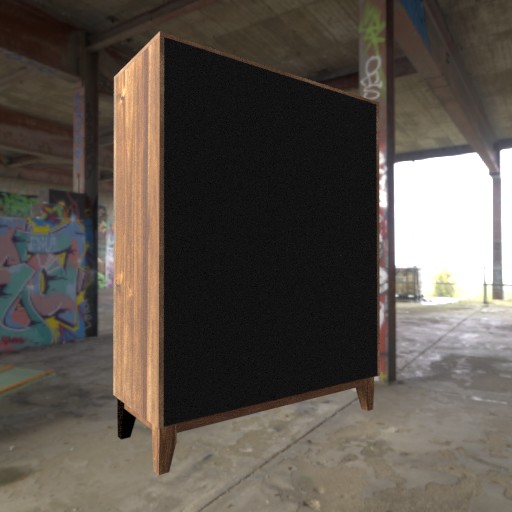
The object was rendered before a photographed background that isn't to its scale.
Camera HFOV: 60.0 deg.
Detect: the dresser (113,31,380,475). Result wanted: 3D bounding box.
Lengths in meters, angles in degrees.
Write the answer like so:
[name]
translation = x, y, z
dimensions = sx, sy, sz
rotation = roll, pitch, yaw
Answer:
[dresser]
translation = 0.000, 0.000, 1.864
dimensions = 1.062, 1.393, 0.442
rotation = 0, -1, -36
